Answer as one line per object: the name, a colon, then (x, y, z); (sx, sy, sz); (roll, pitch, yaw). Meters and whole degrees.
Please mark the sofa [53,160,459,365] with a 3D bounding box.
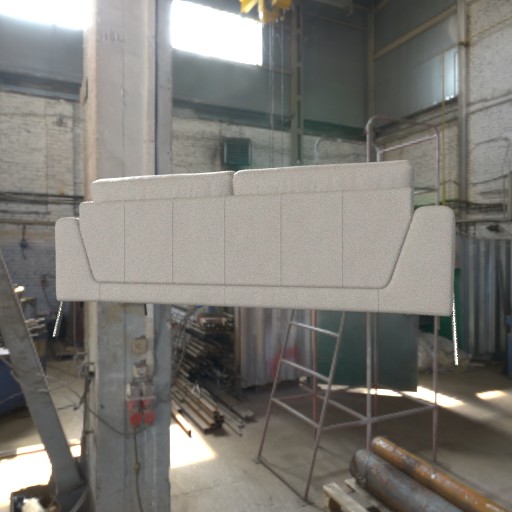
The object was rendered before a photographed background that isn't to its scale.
sofa: (0.000, 0.000, 2.532); (2.017, 0.875, 0.953); (0, 0, 18)
